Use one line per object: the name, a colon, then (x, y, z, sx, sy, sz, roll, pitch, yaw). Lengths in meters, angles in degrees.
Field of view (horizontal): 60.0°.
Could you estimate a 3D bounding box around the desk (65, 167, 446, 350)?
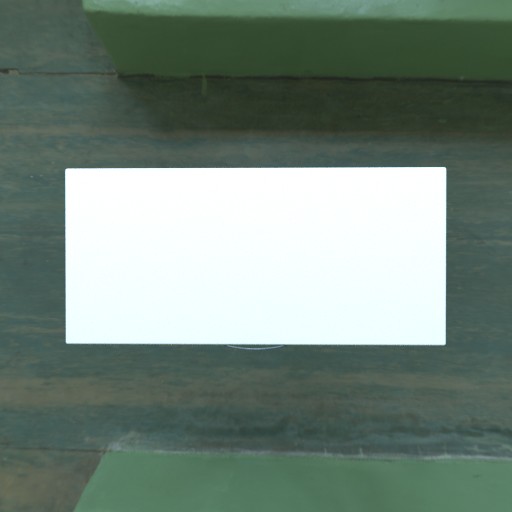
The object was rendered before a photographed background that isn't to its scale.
desk: (0.000, 0.000, 2.330, 1.900, 0.526, 0.900, 0, 90, 1)
